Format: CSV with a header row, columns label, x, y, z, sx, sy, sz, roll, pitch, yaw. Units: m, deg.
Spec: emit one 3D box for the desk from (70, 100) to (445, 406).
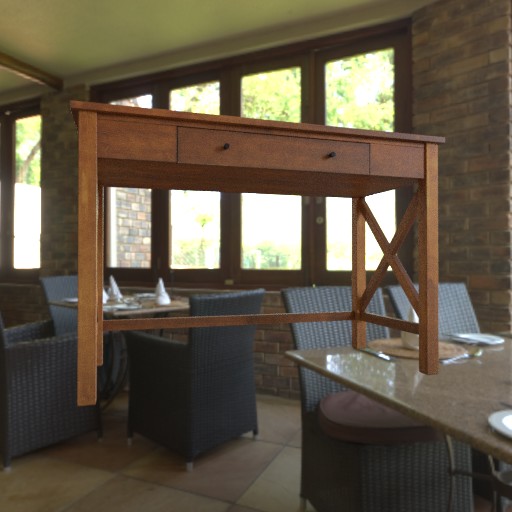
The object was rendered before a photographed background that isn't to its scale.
label,x,y,z,sx,sy,sz,roll,pitch,yaw
desk,0.000,0.000,1.495,1.117,0.762,0.508,0,-1,-17
